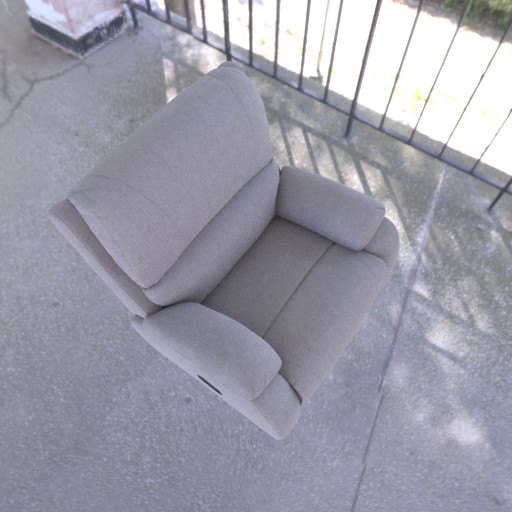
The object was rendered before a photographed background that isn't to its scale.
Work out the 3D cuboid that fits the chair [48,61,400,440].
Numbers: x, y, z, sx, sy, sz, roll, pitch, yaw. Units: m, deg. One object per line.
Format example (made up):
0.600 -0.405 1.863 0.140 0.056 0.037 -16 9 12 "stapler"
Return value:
0.000 0.000 1.675 0.899 1.011 0.930 32 65 17 "chair"
